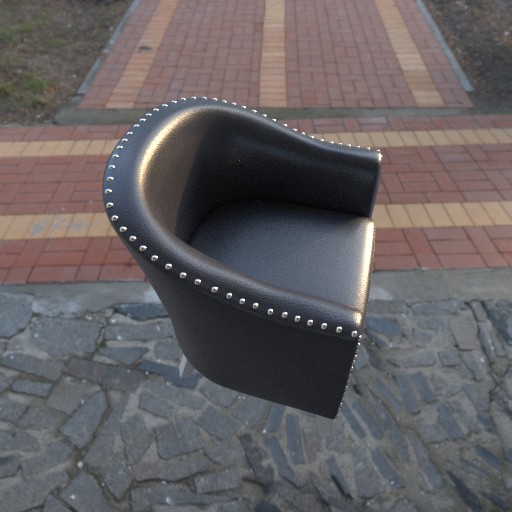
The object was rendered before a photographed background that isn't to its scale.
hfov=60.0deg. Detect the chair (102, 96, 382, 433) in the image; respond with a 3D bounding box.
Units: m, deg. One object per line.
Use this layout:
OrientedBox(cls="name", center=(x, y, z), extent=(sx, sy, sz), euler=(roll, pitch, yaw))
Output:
OrientedBox(cls="chair", center=(0.000, 0.000, 1.456), extent=(0.748, 0.823, 0.794), euler=(11, 47, 10))
